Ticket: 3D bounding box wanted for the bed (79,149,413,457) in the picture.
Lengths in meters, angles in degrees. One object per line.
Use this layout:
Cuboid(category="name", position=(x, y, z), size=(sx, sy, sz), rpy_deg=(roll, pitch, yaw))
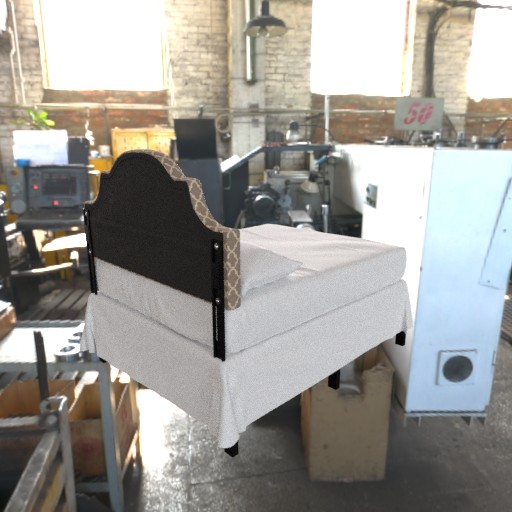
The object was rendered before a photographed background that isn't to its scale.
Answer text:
Cuboid(category="bed", position=(0.000, 0.000, 3.432), size=(2.222, 1.633, 1.780), rpy_deg=(-14, 20, -43))
